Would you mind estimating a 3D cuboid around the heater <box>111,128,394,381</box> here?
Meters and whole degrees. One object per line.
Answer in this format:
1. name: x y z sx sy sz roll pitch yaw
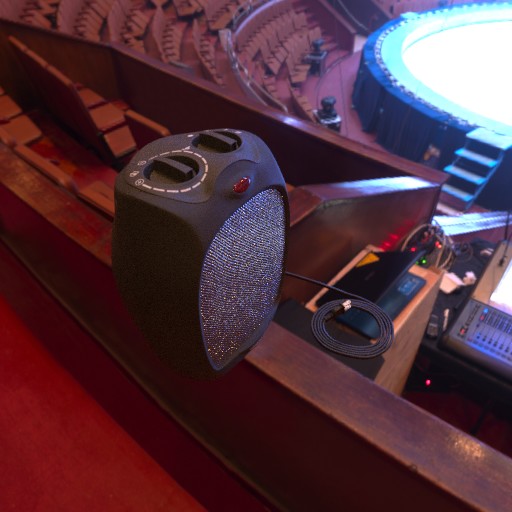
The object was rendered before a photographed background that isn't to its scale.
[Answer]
1. heater: 0.000 0.000 0.464 0.291 0.240 0.239 24 46 25
